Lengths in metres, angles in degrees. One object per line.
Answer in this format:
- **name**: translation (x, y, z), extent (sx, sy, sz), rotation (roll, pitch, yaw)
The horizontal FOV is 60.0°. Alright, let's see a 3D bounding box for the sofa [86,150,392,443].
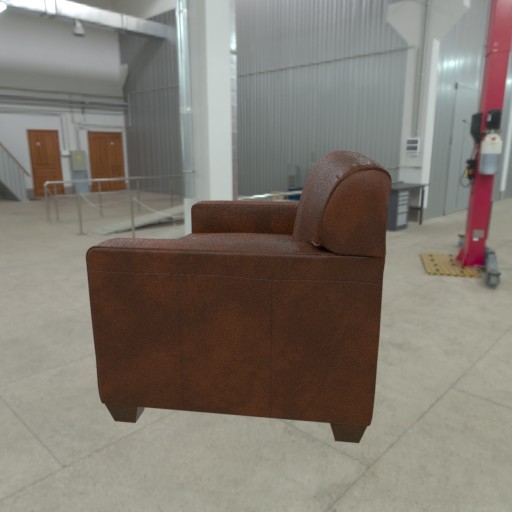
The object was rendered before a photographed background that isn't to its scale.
- **sofa**: translation (0.000, 0.000, 2.061), extent (1.000, 0.956, 1.413), rotation (2, 14, 8)
